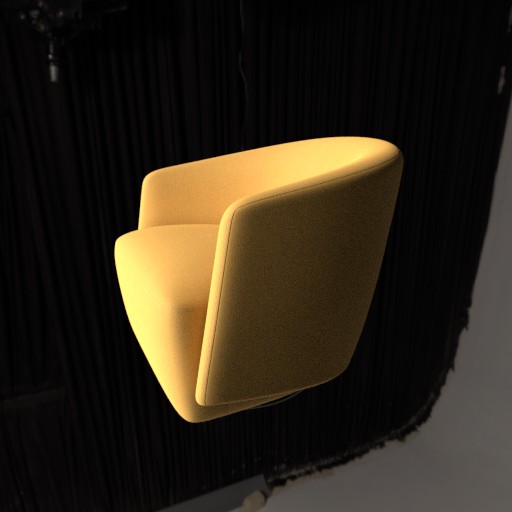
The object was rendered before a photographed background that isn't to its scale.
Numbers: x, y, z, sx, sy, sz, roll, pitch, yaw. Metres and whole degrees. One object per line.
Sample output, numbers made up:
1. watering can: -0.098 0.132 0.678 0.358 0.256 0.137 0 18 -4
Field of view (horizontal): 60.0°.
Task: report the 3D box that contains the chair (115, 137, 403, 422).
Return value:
1. chair: 0.000 0.000 1.351 0.767 0.698 0.773 -7 17 -25
